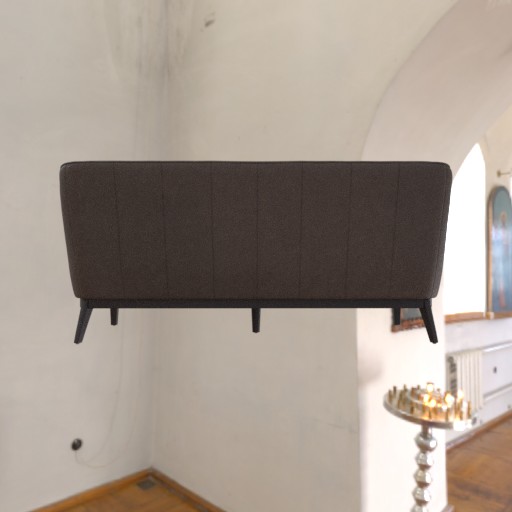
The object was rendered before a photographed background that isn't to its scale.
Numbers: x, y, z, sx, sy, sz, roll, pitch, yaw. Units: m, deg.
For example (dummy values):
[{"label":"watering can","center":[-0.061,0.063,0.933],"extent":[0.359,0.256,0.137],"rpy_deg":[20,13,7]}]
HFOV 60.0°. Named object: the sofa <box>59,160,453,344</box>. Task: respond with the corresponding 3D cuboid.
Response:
[{"label":"sofa","center":[0.000,0.000,2.363],"extent":[1.928,0.831,0.869],"rpy_deg":[0,-2,0]}]
